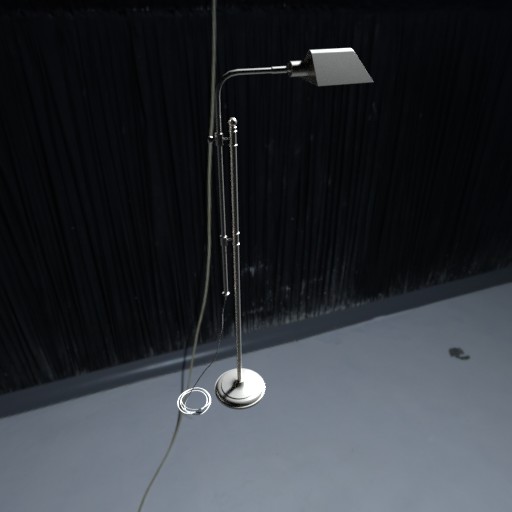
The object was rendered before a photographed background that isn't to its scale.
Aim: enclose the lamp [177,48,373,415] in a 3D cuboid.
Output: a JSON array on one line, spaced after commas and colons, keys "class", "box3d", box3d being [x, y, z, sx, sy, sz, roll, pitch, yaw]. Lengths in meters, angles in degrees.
[{"class": "lamp", "box3d": [0.000, 0.000, 1.869, 0.813, 1.571, 0.256, -10, 34, -16]}]
